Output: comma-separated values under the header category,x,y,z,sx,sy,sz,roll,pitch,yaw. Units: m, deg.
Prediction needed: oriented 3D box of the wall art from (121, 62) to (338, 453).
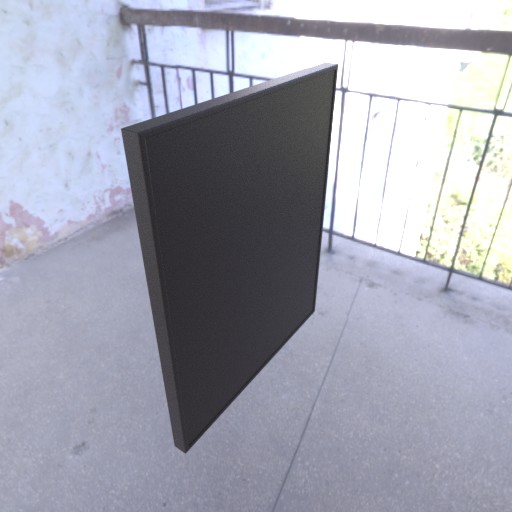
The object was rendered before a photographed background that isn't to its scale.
category,x,y,z,sx,sy,sz,roll,pitch,yaw
wall art,0.000,0.000,0.759,0.028,0.551,0.451,21,39,29
